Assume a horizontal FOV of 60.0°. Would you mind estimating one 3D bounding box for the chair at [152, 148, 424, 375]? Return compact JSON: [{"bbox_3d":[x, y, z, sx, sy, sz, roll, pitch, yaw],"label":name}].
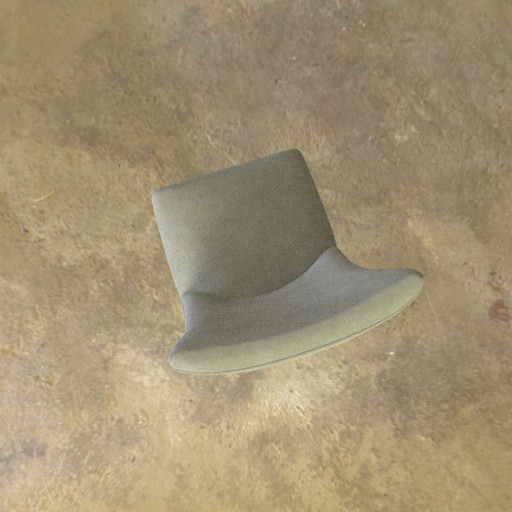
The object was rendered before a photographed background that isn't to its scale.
[{"bbox_3d":[0.000,0.000,1.254,0.495,0.902,0.610,-18,76,-5],"label":"chair"}]
